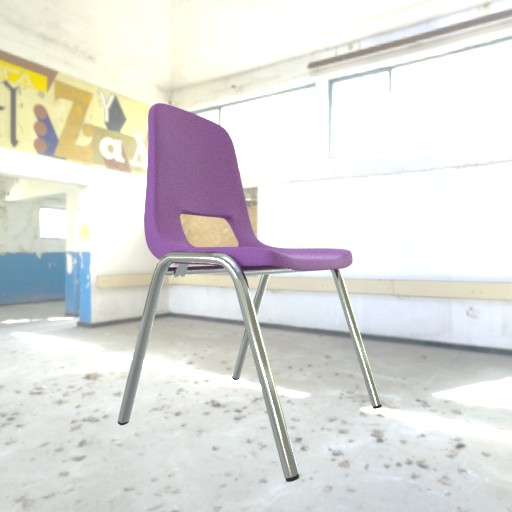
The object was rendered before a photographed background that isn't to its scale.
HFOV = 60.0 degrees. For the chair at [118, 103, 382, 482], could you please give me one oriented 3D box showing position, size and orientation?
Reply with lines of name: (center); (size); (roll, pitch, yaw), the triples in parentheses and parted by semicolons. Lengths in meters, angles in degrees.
chair: (0.000, 0.000, 0.682); (0.301, 0.493, 0.291); (0, 1, 35)
